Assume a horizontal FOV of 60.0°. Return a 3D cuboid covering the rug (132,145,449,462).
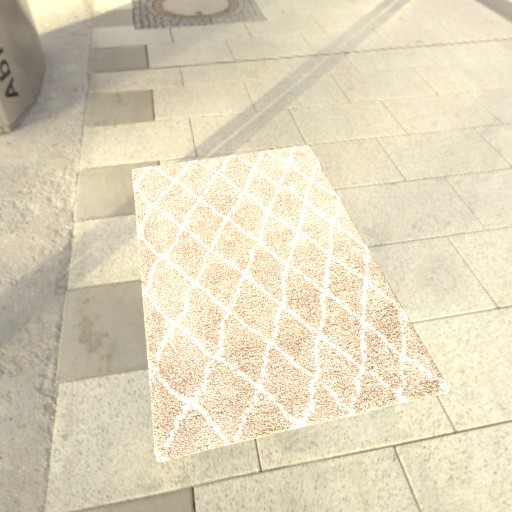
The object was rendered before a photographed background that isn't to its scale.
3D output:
[{"bbox_3d":[0.000,0.000,3.465,1.778,0.030,2.743,-10,48,-9],"label":"rug"}]
